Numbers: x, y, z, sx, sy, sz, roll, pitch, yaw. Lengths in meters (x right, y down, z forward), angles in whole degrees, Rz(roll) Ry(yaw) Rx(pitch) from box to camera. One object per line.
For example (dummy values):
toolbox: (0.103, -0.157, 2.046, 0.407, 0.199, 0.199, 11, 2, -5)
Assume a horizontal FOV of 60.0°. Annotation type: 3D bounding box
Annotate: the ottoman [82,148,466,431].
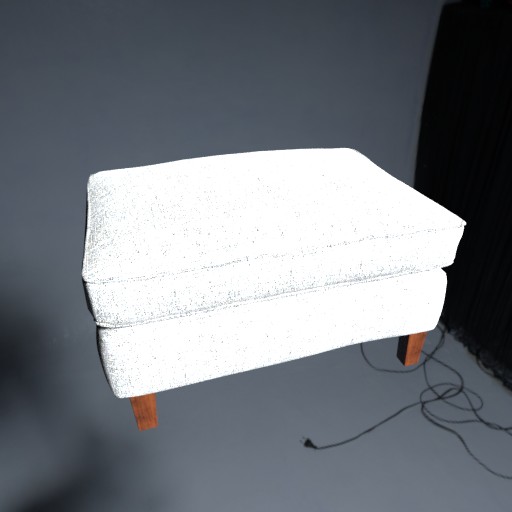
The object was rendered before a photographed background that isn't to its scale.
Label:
ottoman: (0.000, 0.000, 0.984, 0.686, 0.406, 0.508, -9, 32, -14)
